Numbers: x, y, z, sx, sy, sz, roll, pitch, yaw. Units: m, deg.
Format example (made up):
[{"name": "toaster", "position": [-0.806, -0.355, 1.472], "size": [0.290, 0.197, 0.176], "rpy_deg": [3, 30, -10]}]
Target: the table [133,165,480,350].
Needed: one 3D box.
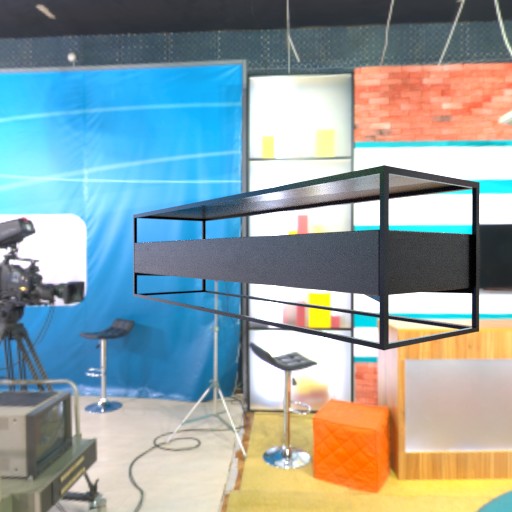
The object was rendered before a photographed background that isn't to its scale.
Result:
[{"name": "table", "position": [0.000, 0.000, 1.664], "size": [0.399, 0.395, 1.486], "rpy_deg": [0, 0, -36]}]
